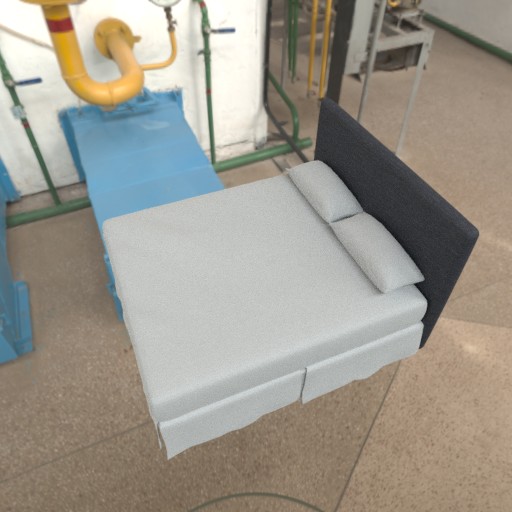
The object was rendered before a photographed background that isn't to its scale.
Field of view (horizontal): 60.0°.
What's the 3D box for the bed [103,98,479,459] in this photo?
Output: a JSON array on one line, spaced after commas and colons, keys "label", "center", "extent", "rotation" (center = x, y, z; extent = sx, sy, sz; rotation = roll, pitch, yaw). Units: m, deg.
[{"label": "bed", "center": [0.000, 0.000, 3.354], "extent": [2.142, 1.330, 1.884], "rotation": [-17, 48, -16]}]
